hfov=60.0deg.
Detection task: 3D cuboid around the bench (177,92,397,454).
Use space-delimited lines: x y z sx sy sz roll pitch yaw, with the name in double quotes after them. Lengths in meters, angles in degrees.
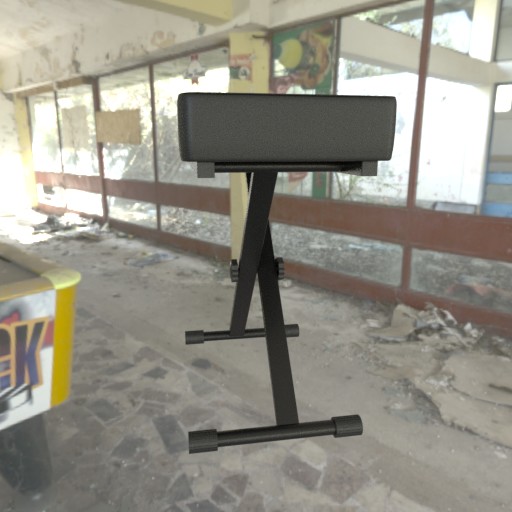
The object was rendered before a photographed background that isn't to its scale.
0.000 0.000 0.908 0.300 0.561 0.600 -2 14 -9 "bench"
